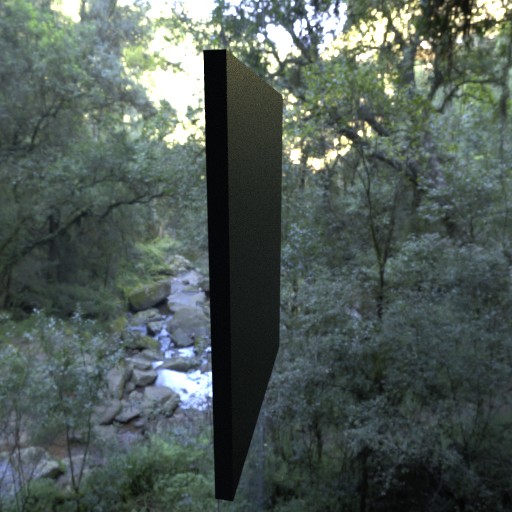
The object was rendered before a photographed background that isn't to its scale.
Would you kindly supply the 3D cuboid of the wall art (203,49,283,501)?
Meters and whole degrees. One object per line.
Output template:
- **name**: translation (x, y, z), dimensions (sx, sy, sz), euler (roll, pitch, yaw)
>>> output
- **wall art**: translation (0.000, 0.000, 0.679), dimensions (0.023, 0.505, 0.428), euler (3, 15, 10)
